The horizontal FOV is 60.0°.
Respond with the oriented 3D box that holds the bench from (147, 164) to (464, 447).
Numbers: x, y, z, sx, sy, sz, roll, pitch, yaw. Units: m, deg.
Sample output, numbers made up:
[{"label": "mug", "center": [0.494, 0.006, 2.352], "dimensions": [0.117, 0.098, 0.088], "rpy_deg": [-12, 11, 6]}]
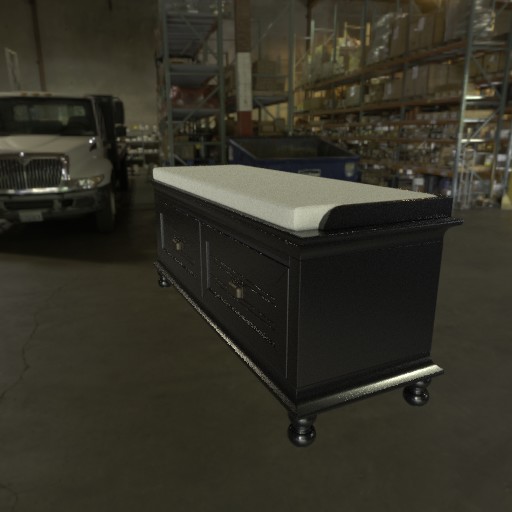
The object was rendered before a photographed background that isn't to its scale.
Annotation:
[{"label": "bench", "center": [0.000, 0.000, 1.421], "dimensions": [0.402, 0.501, 1.185], "rpy_deg": [-7, 17, -25]}]
